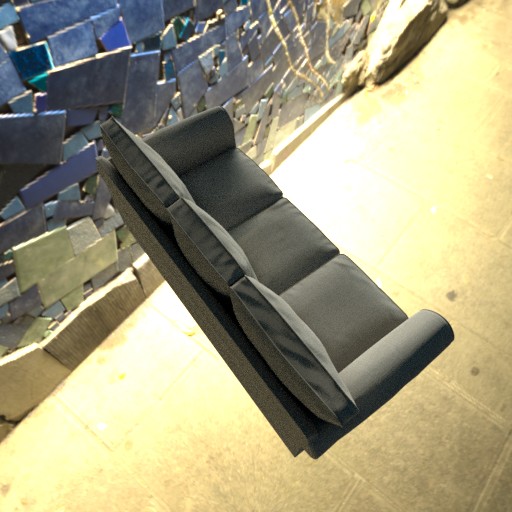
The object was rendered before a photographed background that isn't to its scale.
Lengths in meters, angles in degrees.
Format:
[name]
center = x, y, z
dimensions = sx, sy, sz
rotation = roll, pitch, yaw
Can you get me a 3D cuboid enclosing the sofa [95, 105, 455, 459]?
[sofa]
center = 0.000, 0.000, 2.563
dimensions = 0.916, 0.961, 2.084
rotation = -32, 64, -18
